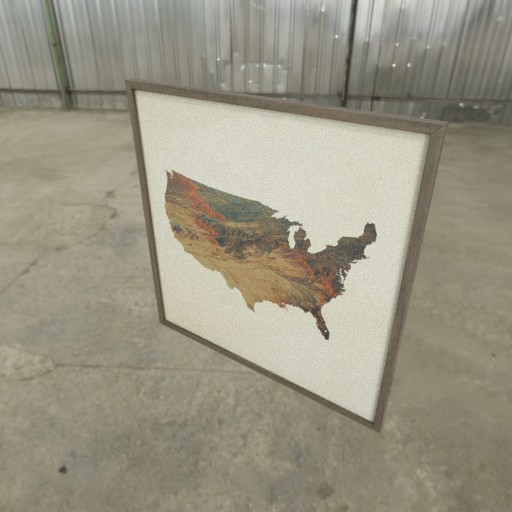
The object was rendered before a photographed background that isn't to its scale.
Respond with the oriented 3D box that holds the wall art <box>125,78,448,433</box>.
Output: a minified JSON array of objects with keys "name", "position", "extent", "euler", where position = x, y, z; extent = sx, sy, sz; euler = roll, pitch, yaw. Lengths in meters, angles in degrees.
[{"name":"wall art","position":[0.000,0.000,0.736],"extent":[0.508,0.507,0.016],"euler":[19,36,29]}]
